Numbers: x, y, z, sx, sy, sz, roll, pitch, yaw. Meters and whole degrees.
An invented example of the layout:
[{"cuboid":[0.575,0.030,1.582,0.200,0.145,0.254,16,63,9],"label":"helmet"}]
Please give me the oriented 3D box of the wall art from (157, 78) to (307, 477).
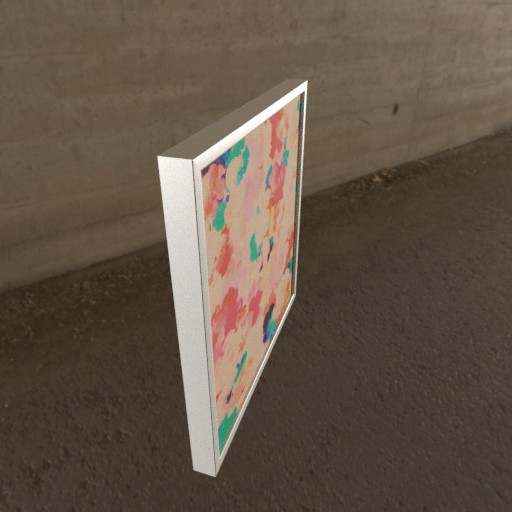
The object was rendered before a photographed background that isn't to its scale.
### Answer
[{"cuboid":[0.000,0.000,0.771,0.038,0.505,0.506,10,32,16],"label":"wall art"}]
